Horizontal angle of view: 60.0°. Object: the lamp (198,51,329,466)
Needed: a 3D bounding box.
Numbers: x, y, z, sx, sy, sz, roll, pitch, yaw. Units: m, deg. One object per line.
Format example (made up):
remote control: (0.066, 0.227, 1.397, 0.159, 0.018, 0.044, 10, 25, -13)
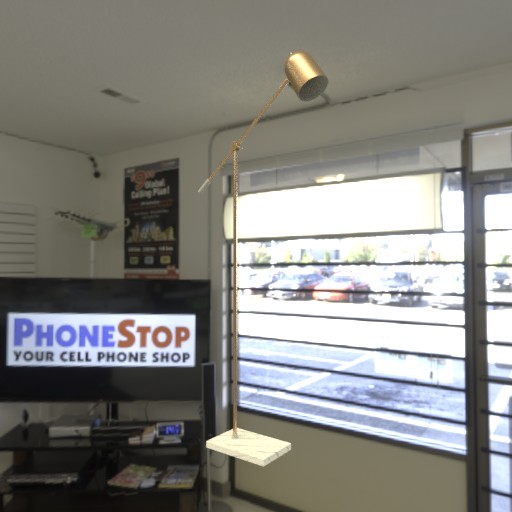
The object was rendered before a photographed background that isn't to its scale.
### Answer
lamp: (0.000, 0.000, 1.829, 0.653, 1.594, 0.194, -1, -2, 37)
